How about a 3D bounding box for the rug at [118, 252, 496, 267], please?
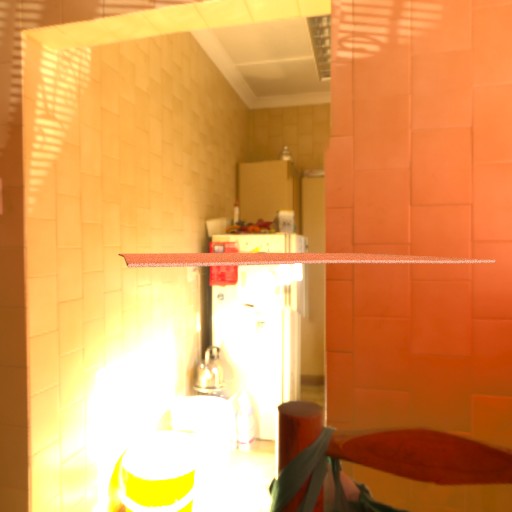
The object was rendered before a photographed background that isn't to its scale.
[{"bbox_3d":[0.000,0.000,4.166,2.434,0.045,3.202,0,1,-18],"label":"rug"}]
